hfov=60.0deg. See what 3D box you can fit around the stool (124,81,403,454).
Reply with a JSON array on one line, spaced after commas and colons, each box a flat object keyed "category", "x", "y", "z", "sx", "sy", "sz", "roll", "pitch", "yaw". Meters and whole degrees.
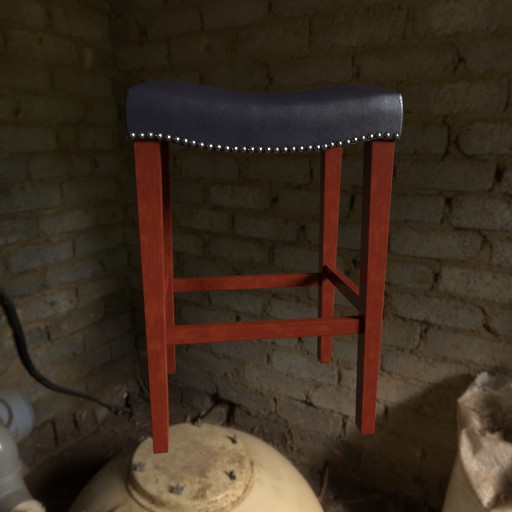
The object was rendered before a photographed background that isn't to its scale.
[{"category": "stool", "x": 0.000, "y": 0.000, "z": 1.031, "sx": 0.504, "sy": 0.742, "sz": 0.372, "roll": -2, "pitch": 15, "yaw": -7}]
